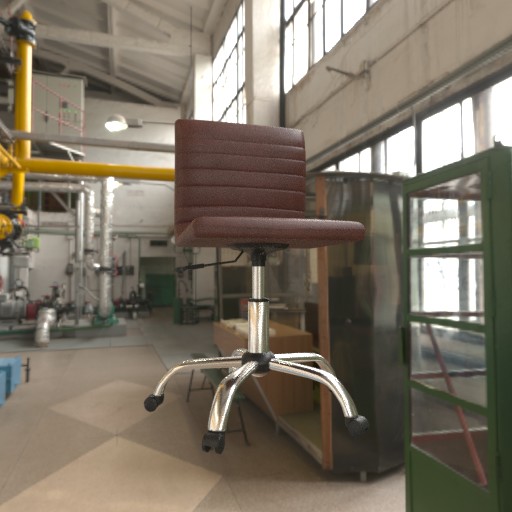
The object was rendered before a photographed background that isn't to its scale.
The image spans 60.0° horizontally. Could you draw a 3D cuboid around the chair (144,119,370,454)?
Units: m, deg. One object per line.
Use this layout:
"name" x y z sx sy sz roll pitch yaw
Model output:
"chair" 0.000 0.000 1.147 0.556 0.780 0.530 0 -2 -16
